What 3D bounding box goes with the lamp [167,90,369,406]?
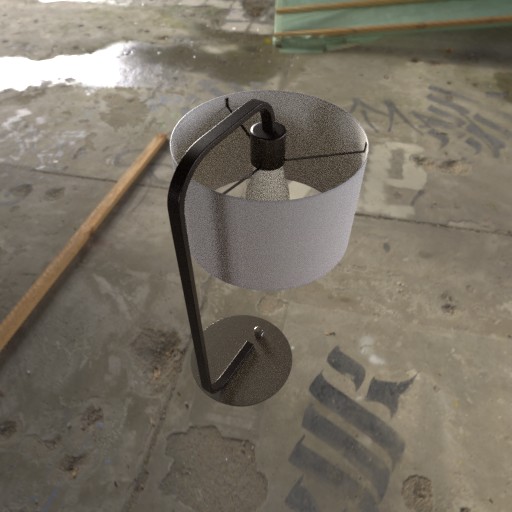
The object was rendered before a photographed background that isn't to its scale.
[{"bbox_3d":[0.000,0.000,0.631,0.230,0.473,0.288,25,52,21],"label":"lamp"}]
